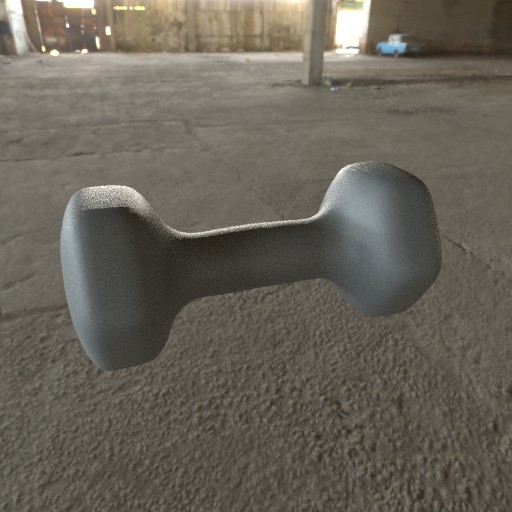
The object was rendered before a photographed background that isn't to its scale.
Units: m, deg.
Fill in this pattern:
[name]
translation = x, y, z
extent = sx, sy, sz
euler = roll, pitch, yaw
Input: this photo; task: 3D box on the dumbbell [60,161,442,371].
[dumbbell]
translation = 0.000, 0.000, 0.232
extent = 0.184, 0.081, 0.090
euler = -8, 28, -15
